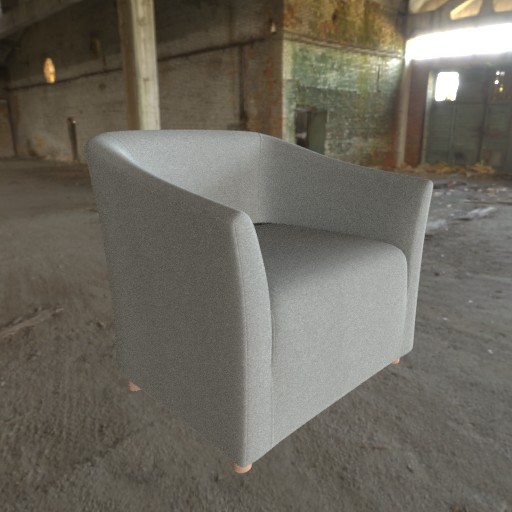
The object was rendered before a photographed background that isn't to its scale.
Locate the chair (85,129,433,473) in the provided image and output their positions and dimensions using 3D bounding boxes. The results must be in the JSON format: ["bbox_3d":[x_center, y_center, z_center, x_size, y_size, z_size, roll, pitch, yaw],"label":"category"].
[{"bbox_3d":[0.000,0.000,1.309,0.790,0.720,0.700,-15,22,-43],"label":"chair"}]
